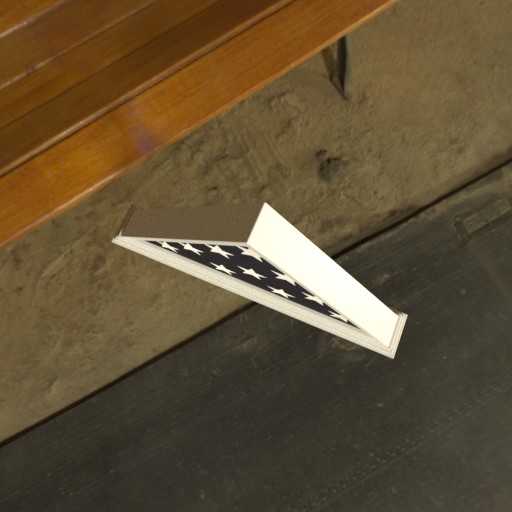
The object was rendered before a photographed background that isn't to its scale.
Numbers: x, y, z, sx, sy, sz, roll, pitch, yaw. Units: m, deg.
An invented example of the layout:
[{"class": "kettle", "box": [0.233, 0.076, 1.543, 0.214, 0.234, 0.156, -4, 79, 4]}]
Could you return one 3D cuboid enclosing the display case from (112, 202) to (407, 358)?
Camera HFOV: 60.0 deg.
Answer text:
[{"class": "display case", "box": [0.000, 0.000, 0.781, 0.640, 0.340, 0.095, 22, 75, 6]}]
